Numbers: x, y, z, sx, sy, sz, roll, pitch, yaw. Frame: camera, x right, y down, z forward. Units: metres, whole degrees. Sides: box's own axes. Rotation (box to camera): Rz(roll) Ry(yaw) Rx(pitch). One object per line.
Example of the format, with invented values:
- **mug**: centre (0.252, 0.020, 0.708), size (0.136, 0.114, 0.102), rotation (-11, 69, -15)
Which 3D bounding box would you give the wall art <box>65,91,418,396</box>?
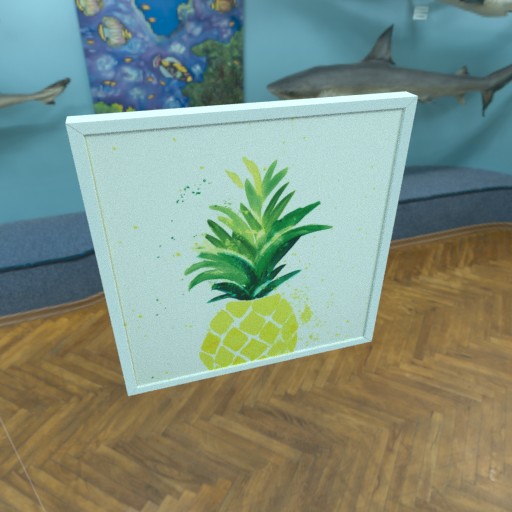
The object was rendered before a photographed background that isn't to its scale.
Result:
- **wall art**: centre (0.000, 0.000, 0.463), size (0.307, 0.307, 0.020), rotation (-9, 34, -14)
